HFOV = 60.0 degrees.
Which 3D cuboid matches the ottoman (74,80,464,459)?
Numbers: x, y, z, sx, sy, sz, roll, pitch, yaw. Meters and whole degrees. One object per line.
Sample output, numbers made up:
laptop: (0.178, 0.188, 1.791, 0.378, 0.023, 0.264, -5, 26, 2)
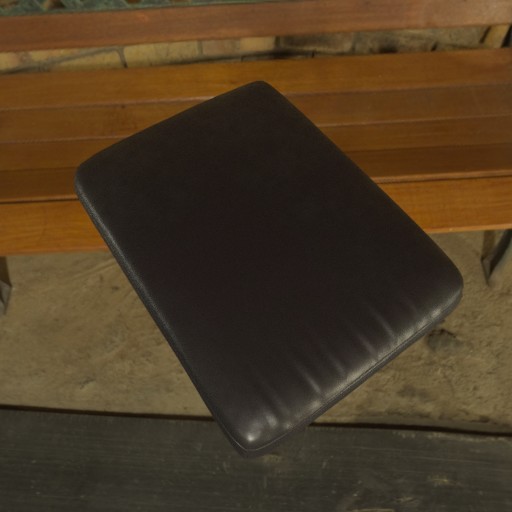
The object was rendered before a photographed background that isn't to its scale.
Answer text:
ottoman: (0.000, 0.000, 1.071, 0.570, 0.402, 0.764, -31, 65, -16)
